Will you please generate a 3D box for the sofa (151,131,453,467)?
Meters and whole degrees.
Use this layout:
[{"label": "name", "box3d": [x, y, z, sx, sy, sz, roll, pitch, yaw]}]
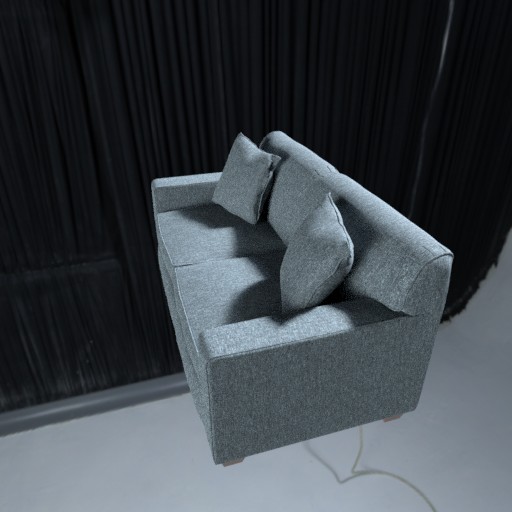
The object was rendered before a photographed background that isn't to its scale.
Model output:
[{"label": "sofa", "box3d": [0.000, 0.000, 2.446, 0.998, 0.958, 1.846, -9, 31, -15]}]
